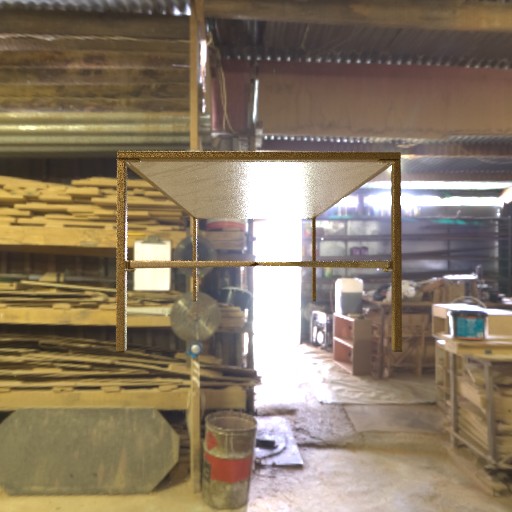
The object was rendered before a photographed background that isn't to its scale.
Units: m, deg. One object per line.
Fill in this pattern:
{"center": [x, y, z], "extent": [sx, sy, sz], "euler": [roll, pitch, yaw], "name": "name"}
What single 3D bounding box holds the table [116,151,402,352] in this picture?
{"center": [0.000, 0.000, 1.492], "extent": [0.577, 0.405, 1.197], "euler": [0, -1, -1], "name": "table"}
